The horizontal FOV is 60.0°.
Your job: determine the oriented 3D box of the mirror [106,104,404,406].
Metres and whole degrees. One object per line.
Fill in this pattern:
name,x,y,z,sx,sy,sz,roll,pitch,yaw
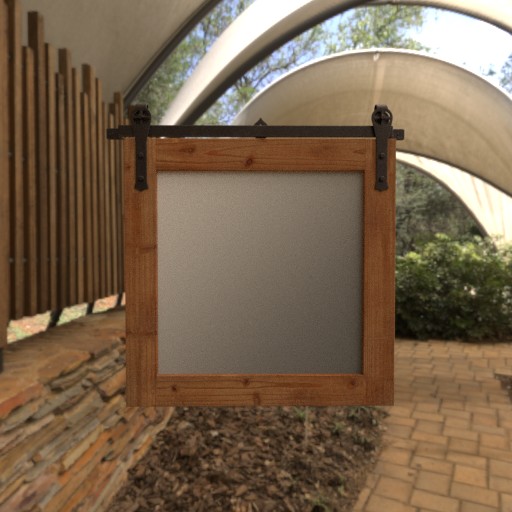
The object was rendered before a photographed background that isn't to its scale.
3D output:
mirror,0.000,0.000,1.185,0.805,0.800,0.054,0,2,-1
